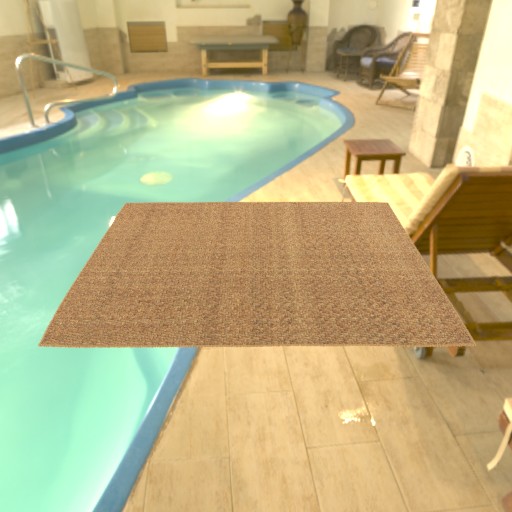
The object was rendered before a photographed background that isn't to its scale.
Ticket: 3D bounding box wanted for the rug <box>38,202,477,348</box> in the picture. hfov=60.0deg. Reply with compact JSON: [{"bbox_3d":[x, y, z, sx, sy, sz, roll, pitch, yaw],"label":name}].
[{"bbox_3d":[0.000,0.000,4.070,3.048,0.013,2.439,0,31,0],"label":"rug"}]
